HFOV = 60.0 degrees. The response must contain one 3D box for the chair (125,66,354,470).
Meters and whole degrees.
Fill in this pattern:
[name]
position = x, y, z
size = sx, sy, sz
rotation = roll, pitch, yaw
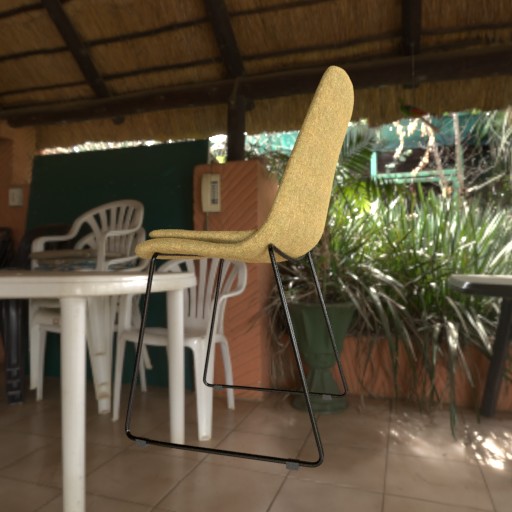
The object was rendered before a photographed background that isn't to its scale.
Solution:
[chair]
position = 0.000, 0.000, 1.152
size = 0.496, 0.849, 0.479
rotation = 0, -1, 17
